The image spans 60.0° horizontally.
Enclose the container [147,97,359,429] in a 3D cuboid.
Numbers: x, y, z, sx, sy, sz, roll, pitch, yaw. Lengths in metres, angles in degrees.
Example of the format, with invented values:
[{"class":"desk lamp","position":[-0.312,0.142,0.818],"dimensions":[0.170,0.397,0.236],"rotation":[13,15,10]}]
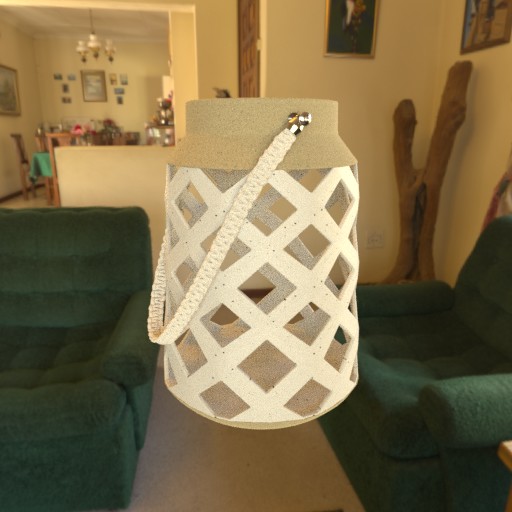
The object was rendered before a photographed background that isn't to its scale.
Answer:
[{"class":"container","position":[0.000,0.000,0.349],"dimensions":[0.172,0.229,0.163],"rotation":[-7,18,-24]}]
